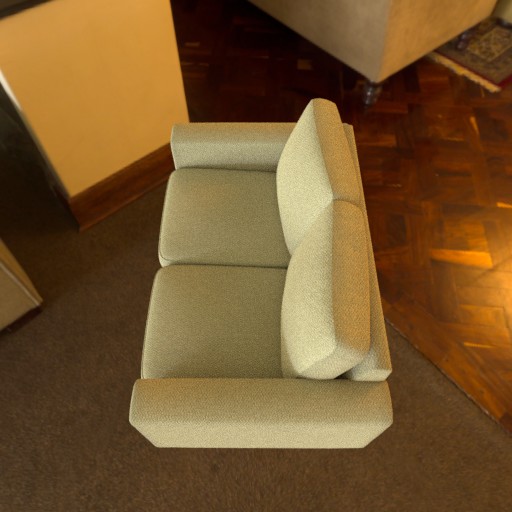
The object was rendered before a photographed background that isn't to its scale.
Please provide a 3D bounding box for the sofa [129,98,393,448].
[{"bbox_3d":[0.000,0.000,2.153,1.016,0.873,1.616,0,58,0],"label":"sofa"}]
